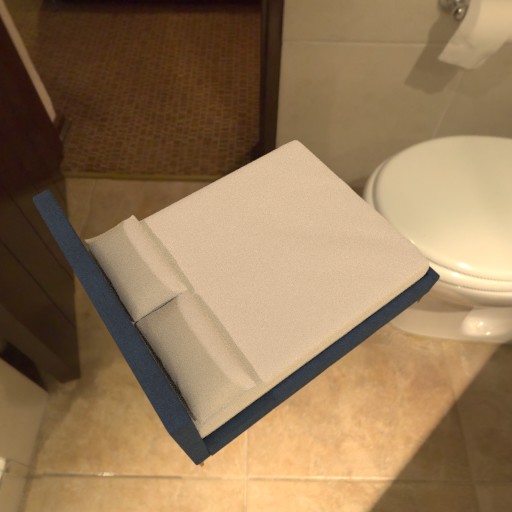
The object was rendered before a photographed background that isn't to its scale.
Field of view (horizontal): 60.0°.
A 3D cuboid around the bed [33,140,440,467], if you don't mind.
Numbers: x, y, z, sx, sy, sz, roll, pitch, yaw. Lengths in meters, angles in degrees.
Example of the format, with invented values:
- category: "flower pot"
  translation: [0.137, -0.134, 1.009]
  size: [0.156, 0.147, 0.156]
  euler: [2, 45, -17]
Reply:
- category: "bed"
  translation: [0.000, 0.000, 3.182]
  size: [2.172, 1.231, 1.723]
  euler: [-31, 63, -18]
